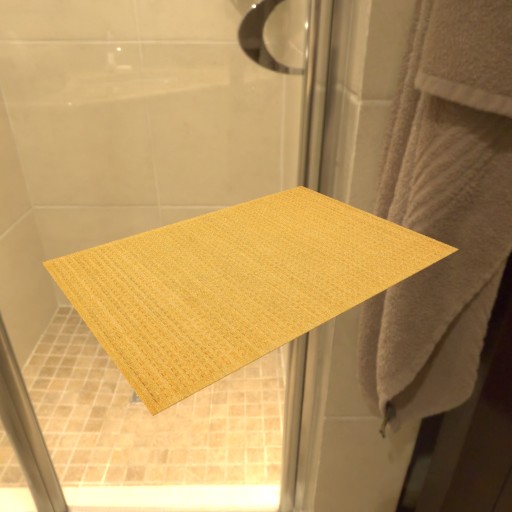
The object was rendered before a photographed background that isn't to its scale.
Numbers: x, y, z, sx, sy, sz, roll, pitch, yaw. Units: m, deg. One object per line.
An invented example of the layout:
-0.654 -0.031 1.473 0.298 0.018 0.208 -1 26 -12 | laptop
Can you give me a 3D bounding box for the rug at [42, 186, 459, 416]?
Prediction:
0.000 0.000 3.728 2.895 0.006 1.981 -21 35 -33 | rug
